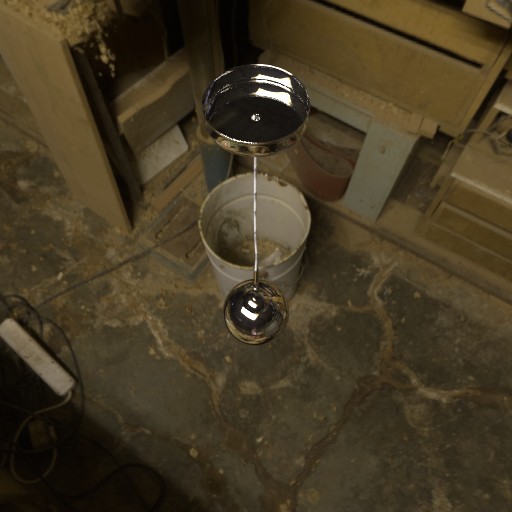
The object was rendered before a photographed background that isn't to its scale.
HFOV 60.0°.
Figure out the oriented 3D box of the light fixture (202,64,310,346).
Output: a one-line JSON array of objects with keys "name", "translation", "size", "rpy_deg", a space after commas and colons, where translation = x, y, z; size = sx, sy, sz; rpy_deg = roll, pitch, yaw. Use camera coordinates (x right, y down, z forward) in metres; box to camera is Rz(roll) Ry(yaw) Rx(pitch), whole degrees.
[{"name": "light fixture", "translation": [0.000, 0.000, 1.697], "size": [0.336, 1.538, 0.336], "rpy_deg": [32, 67, 15]}]
